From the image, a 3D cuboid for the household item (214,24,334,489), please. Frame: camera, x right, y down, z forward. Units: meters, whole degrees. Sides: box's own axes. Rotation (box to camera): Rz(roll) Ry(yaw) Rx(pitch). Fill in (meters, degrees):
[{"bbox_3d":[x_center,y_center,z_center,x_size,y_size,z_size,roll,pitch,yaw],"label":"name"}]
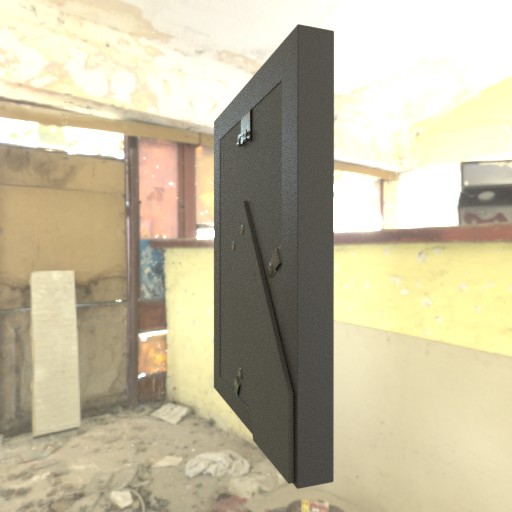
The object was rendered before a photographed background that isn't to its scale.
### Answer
[{"bbox_3d":[0.000,0.000,0.234,0.022,0.178,0.133,0,1,-19],"label":"household item"}]
